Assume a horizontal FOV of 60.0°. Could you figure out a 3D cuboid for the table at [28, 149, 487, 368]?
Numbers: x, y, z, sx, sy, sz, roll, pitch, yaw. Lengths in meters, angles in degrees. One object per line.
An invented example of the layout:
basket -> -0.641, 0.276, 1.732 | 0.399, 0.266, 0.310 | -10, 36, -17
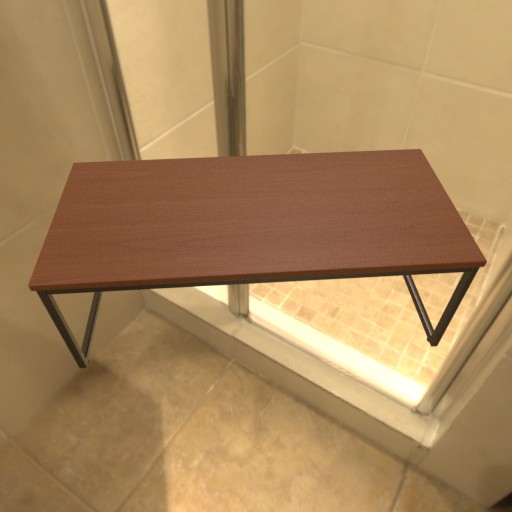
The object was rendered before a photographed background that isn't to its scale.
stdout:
table -> 0.000, 0.000, 1.374 | 1.100, 0.400, 0.500 | -3, 46, -3
